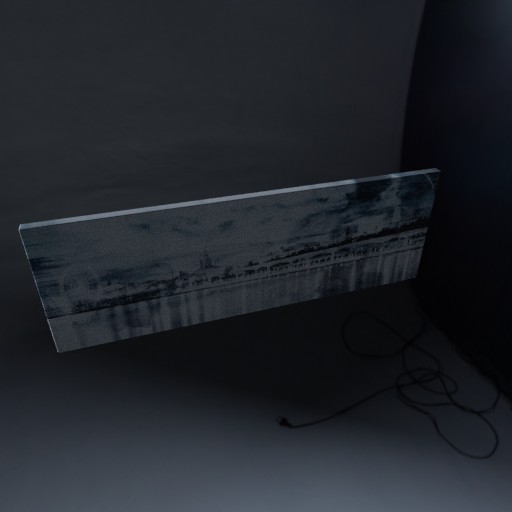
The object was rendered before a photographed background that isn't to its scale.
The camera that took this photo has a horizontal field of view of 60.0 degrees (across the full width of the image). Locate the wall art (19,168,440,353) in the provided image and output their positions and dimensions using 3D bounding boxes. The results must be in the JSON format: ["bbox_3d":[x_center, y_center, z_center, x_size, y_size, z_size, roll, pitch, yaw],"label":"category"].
[{"bbox_3d":[0.000,0.000,1.693,1.524,0.509,0.037,-10,33,-16],"label":"wall art"}]
